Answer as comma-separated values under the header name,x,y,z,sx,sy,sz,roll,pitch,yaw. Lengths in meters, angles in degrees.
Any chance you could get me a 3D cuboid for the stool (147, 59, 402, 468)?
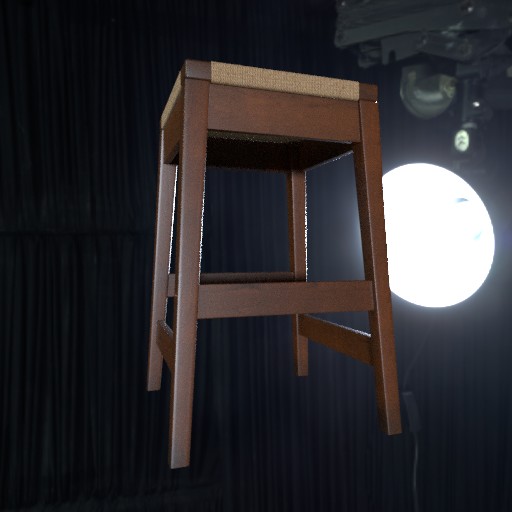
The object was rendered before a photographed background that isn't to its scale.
name,x,y,z,sx,sy,sz,roll,pitch,yaw
stool,0.000,0.000,1.115,0.497,0.762,0.507,0,1,-19
